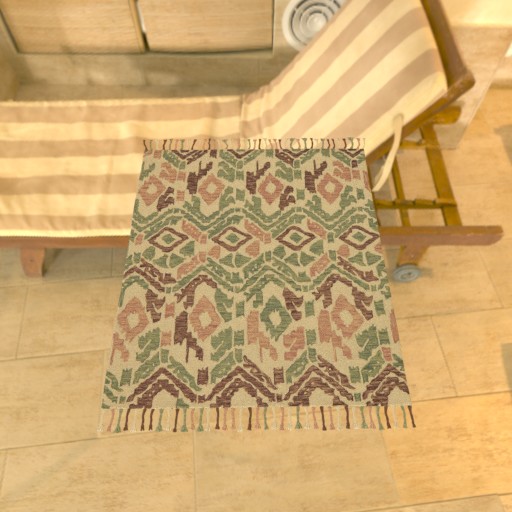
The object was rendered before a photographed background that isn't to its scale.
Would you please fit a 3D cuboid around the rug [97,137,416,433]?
[{"bbox_3d":[0.000,0.000,4.071,2.438,0.010,3.048,-1,58,0],"label":"rug"}]
